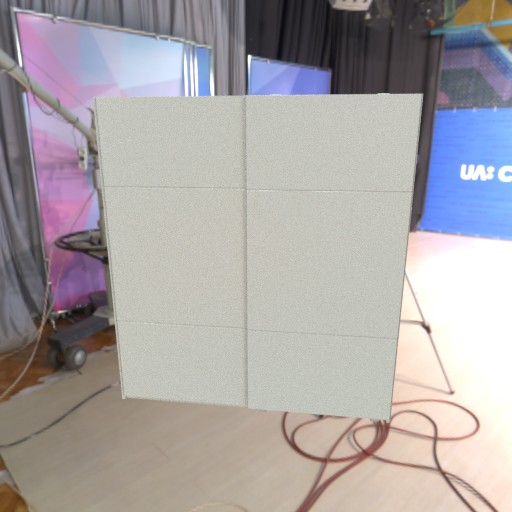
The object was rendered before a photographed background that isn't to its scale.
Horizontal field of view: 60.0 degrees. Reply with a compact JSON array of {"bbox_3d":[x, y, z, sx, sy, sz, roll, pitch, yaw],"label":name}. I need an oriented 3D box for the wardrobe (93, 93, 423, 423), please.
[{"bbox_3d":[0.000,0.000,2.911,1.780,1.960,0.629,2,17,8],"label":"wardrobe"}]
